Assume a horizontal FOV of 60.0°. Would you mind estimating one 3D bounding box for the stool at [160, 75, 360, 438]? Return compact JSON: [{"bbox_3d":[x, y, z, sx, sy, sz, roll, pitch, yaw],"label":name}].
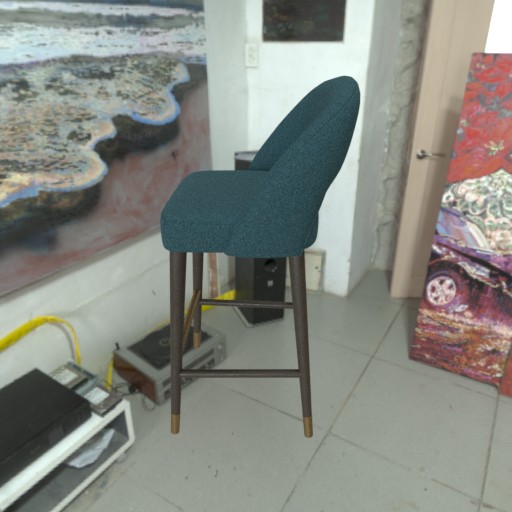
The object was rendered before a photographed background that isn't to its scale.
[{"bbox_3d":[0.000,0.000,1.369,0.522,1.032,0.536,1,26,2],"label":"stool"}]
